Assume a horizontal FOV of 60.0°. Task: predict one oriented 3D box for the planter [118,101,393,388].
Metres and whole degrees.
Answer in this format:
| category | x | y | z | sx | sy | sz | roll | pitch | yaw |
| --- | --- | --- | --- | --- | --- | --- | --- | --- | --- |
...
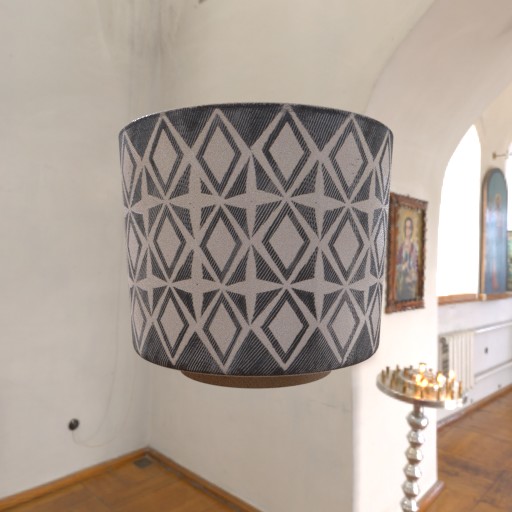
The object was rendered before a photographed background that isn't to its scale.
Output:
| category | x | y | z | sx | sy | sz | roll | pitch | yaw |
| --- | --- | --- | --- | --- | --- | --- | --- | --- | --- |
| planter | 0.000 | 0.000 | 0.440 | 0.260 | 0.220 | 0.260 | 0 | 1 | 0 |
